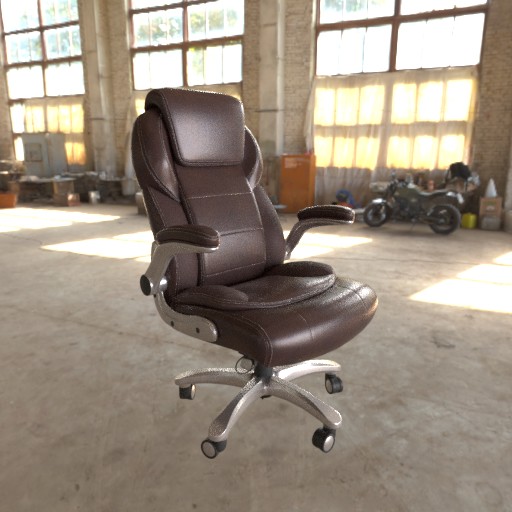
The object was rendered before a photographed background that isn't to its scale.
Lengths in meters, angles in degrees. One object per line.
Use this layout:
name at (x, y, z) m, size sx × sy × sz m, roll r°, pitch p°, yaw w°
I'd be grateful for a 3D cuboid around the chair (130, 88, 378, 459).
chair at (0.000, 0.000, 1.570) m, size 0.733 × 1.160 × 0.774 m, roll -13°, pitch 19°, yaw -43°
